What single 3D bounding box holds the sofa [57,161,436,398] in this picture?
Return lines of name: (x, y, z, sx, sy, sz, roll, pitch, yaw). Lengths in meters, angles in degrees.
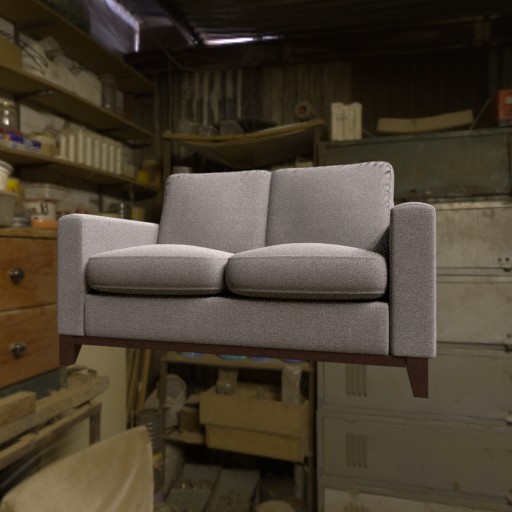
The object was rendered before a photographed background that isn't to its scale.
sofa: (0.000, 0.000, 1.964, 1.420, 0.873, 0.917, 0, 0, 17)
